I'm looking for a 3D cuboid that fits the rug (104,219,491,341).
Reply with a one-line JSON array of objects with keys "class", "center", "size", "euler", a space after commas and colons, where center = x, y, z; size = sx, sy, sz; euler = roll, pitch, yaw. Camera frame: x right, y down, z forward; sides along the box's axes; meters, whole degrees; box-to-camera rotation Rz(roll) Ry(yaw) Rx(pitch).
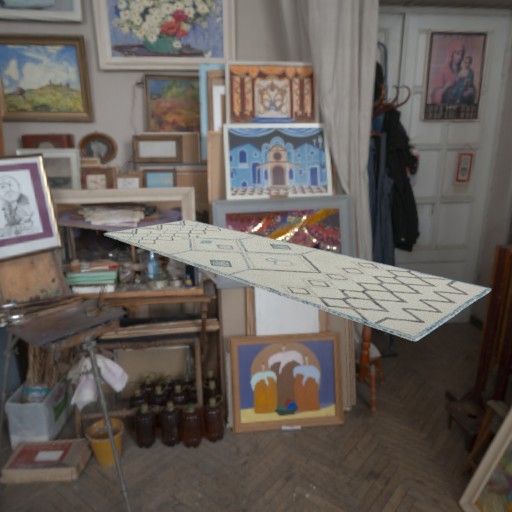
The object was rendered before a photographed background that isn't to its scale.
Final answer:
[{"class": "rug", "center": [0.000, 0.000, 2.695], "size": [0.770, 0.013, 2.434], "euler": [-15, 21, -42]}]
